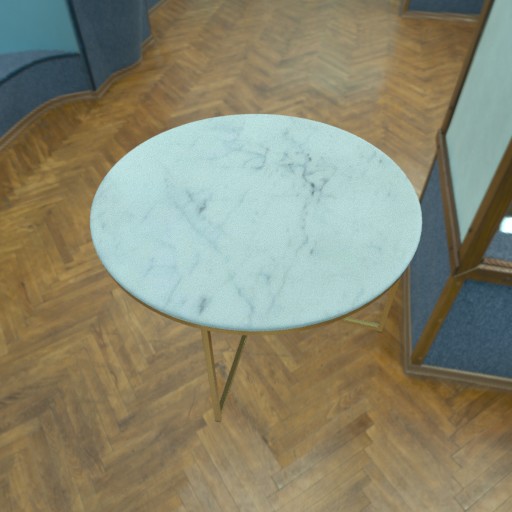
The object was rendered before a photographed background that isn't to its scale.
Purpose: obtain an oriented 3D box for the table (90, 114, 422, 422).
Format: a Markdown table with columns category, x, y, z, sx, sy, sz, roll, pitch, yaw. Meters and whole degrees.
| category | x | y | z | sx | sy | sz | roll | pitch | yaw |
| --- | --- | --- | --- | --- | --- | --- | --- | --- | --- |
| table | 0.000 | 0.000 | 1.261 | 0.800 | 0.450 | 0.800 | 0 | 46 | 0 |
